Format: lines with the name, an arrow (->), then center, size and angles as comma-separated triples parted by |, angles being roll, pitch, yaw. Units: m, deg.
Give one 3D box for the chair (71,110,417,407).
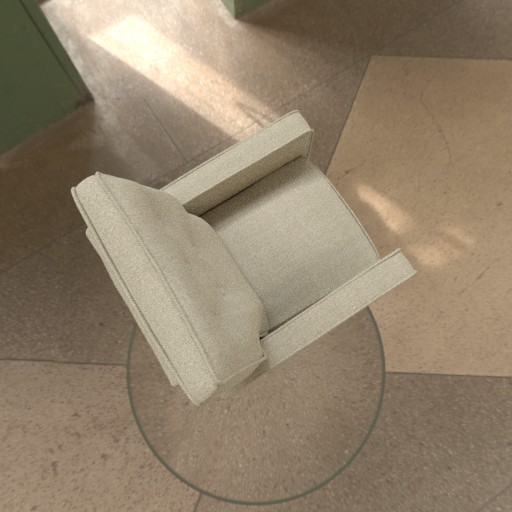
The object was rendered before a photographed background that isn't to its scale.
chair -> 0.000, 0.000, 1.423 | 0.754, 0.888, 0.648 | -32, 78, -7
